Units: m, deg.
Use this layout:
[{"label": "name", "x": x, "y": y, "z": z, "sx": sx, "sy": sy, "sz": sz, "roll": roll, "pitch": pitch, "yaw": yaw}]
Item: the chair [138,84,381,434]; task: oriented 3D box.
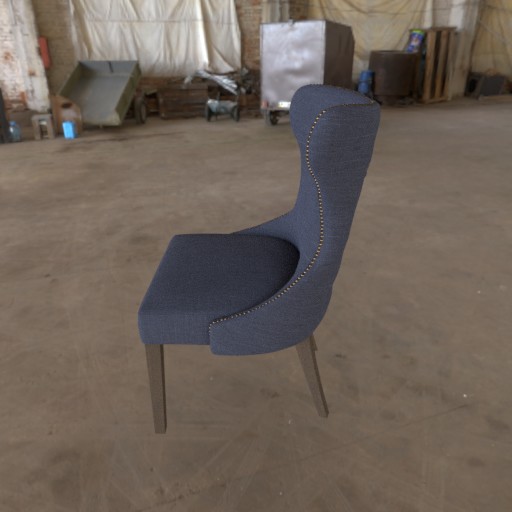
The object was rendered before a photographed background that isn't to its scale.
[{"label": "chair", "x": 0.000, "y": 0.000, "z": 1.382, "sx": 0.635, "sy": 0.967, "sz": 0.628, "roll": 0, "pitch": 25, "yaw": 1}]
